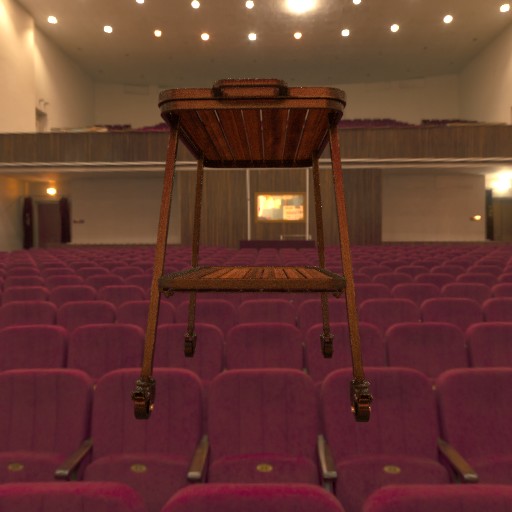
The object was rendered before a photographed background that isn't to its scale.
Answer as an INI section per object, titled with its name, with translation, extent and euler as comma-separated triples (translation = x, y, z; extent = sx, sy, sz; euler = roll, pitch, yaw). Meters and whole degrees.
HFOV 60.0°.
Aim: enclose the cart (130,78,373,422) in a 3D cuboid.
[cart]
translation = 0.000, 0.000, 1.255
extent = 0.515, 0.700, 0.806
euler = 0, 1, 2
